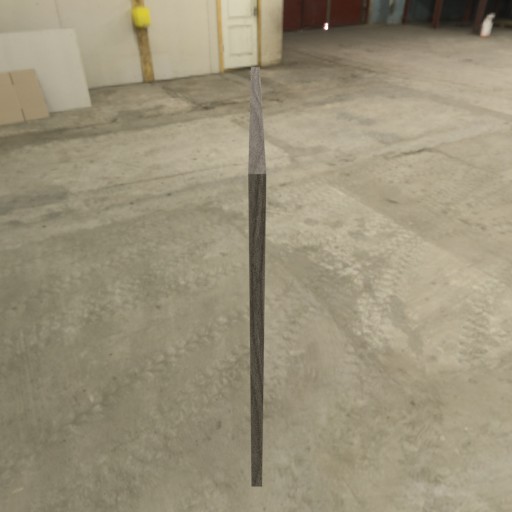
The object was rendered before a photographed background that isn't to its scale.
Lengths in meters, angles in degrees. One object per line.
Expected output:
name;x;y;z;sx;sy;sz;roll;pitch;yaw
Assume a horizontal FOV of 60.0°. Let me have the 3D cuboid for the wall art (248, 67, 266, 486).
wall art;0.000;0.000;0.748;0.016;0.507;0.508;0;33;0
